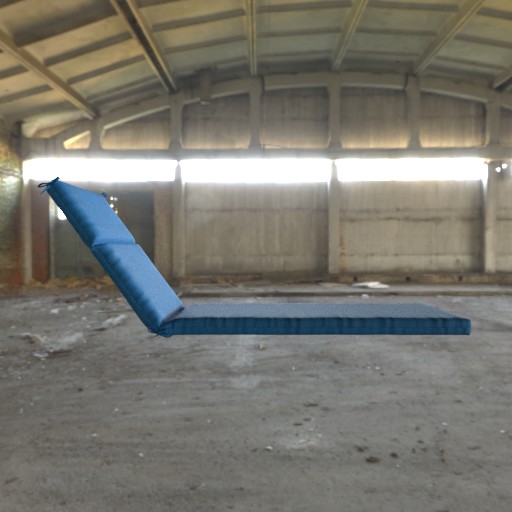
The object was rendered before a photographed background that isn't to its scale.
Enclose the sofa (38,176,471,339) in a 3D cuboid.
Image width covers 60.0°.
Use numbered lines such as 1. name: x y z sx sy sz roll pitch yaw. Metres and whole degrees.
1. sofa: 0.000 0.000 1.947 1.663 0.622 0.582 0 1 0
